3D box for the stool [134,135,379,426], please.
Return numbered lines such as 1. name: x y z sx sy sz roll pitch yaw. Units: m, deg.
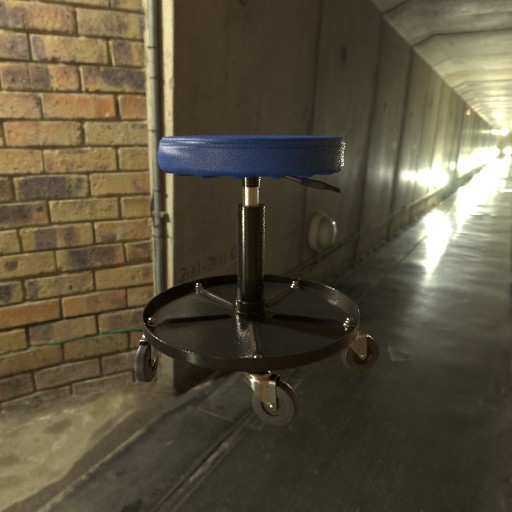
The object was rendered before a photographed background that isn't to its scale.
1. stool: 0.000 0.000 0.699 0.382 0.365 0.381 -2 16 -8
